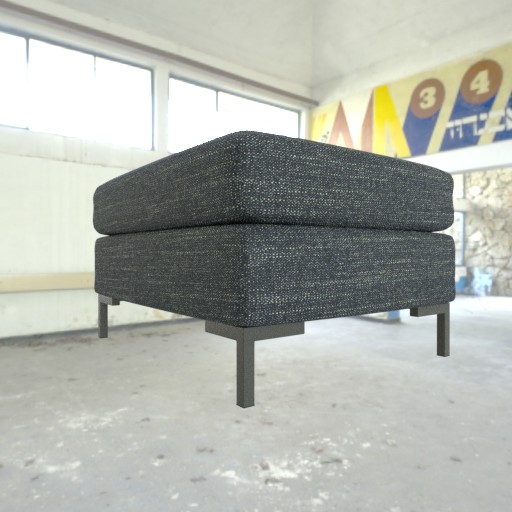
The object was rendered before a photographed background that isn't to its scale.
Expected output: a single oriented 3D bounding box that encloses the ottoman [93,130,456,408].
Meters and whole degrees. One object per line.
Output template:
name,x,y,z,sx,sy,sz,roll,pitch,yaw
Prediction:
ottoman,0.000,0.000,1.209,0.667,0.491,0.814,0,0,-37
